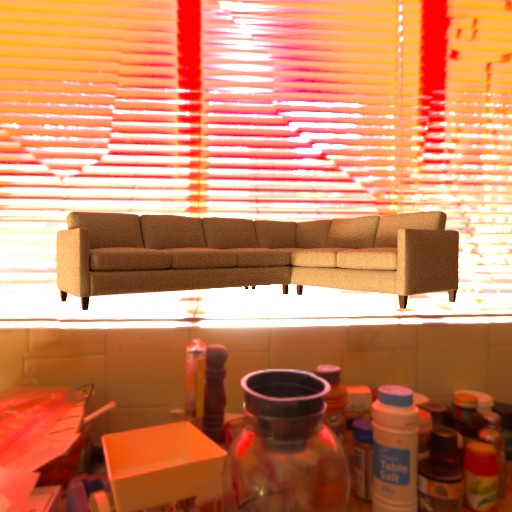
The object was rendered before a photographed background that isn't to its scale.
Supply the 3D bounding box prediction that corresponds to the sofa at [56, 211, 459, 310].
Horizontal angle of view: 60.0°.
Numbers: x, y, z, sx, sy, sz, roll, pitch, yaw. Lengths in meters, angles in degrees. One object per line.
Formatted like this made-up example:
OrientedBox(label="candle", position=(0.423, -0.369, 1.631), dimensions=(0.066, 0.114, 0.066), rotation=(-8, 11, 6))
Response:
OrientedBox(label="sofa", position=(0.000, 0.000, 4.504), dimensions=(3.333, 0.934, 2.522), rotation=(-1, 1, -36))
